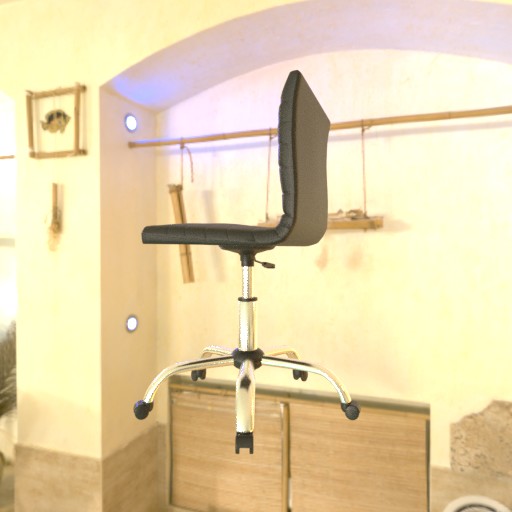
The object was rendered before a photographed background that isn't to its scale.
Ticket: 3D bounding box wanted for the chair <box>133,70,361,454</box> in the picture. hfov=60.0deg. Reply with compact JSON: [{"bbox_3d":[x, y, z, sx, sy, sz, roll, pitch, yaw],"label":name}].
[{"bbox_3d":[0.000,0.000,1.142,0.530,0.780,0.556,0,1,19],"label":"chair"}]
